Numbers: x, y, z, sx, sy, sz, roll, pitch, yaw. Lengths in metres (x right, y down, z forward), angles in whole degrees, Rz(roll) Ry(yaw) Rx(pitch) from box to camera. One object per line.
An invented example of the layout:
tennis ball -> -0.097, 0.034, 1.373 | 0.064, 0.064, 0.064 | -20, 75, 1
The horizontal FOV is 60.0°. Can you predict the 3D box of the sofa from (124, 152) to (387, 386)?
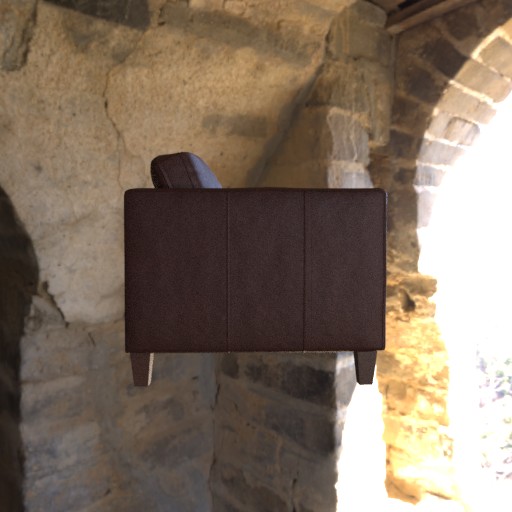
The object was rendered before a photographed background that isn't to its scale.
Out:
sofa -> 0.000, 0.000, 2.454 | 0.923, 0.863, 1.971 | 0, 1, -1
